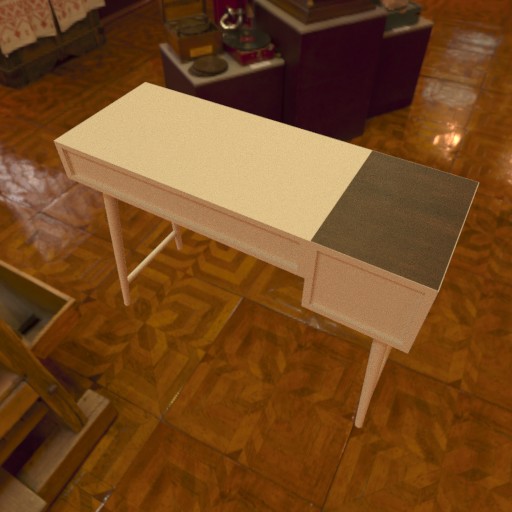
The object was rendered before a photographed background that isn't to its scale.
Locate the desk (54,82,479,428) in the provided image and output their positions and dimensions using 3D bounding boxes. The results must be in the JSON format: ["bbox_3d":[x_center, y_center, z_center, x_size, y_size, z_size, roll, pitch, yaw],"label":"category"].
[{"bbox_3d":[0.000,0.000,1.459,1.069,0.761,0.409,23,52,20],"label":"desk"}]
